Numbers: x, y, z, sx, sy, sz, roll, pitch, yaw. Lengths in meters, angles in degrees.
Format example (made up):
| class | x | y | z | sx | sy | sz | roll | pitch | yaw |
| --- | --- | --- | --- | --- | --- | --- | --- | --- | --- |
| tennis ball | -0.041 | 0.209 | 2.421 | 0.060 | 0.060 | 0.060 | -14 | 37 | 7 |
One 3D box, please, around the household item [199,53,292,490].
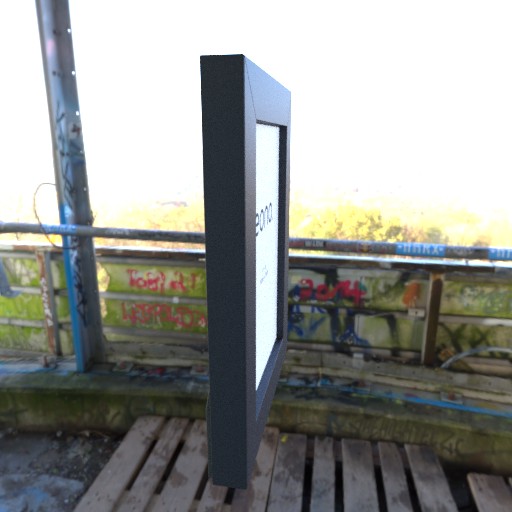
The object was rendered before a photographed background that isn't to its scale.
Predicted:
| class | x | y | z | sx | sy | sz | roll | pitch | yaw |
| --- | --- | --- | --- | --- | --- | --- | --- | --- | --- |
| household item | 0.000 | 0.000 | 0.237 | 0.022 | 0.178 | 0.133 | 3 | 16 | 11 |
